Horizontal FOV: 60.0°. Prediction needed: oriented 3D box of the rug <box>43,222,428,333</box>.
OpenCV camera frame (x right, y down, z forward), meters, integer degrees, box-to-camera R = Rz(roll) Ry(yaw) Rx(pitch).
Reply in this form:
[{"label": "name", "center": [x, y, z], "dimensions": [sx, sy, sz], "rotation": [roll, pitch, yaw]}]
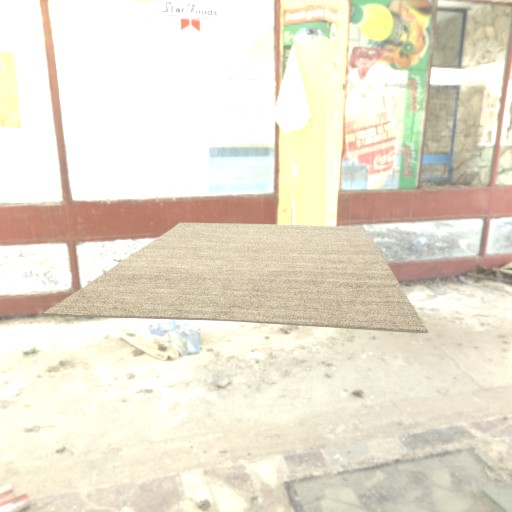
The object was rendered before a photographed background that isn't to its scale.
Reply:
[{"label": "rug", "center": [0.000, 0.000, 4.284], "dimensions": [2.434, 0.045, 3.202], "rotation": [2, 15, 6]}]
